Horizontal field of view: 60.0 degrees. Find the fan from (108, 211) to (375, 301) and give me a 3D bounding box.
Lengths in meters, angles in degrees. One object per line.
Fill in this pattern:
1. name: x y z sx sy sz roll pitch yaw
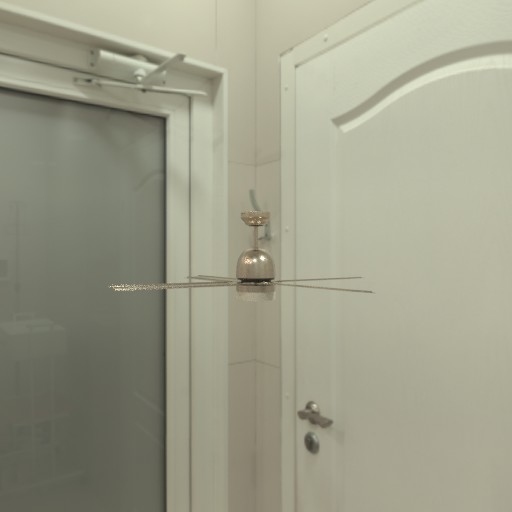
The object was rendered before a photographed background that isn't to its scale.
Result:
1. fan: 0.000 0.000 2.086 1.346 0.406 1.346 0 0 -35
